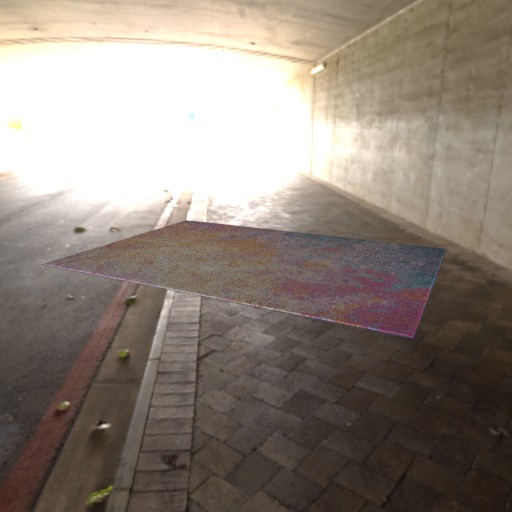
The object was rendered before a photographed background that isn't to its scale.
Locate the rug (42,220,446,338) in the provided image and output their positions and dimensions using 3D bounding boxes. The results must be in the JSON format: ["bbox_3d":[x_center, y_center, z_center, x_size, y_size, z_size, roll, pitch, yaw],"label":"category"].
[{"bbox_3d":[0.000,0.000,3.827,2.896,0.013,2.007,8,18,26],"label":"rug"}]
